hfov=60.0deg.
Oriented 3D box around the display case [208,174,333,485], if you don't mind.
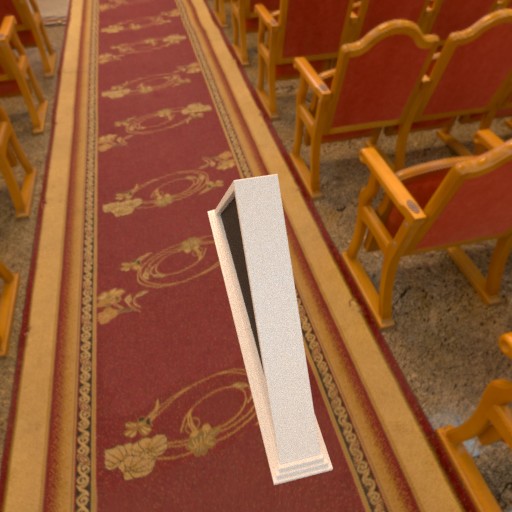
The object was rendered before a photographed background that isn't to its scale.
[{"bbox_3d":[0.000,0.000,0.774,0.095,0.340,0.640,-10,48,-9],"label":"display case"}]
